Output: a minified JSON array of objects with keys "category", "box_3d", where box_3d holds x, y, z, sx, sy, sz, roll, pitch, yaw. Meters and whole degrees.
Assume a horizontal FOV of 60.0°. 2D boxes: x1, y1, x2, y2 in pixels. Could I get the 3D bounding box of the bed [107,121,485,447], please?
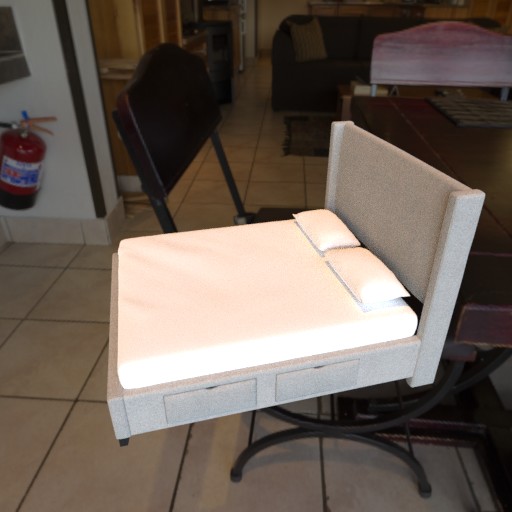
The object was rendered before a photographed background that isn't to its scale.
[{"category":"bed","box_3d":[0.000,0.000,3.355,2.222,1.491,1.774,-7,31,-13]}]
